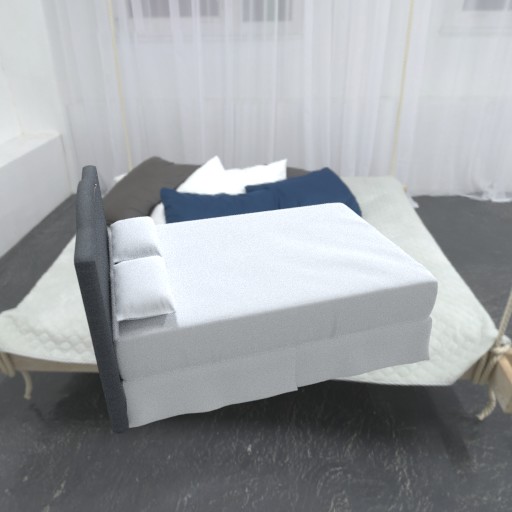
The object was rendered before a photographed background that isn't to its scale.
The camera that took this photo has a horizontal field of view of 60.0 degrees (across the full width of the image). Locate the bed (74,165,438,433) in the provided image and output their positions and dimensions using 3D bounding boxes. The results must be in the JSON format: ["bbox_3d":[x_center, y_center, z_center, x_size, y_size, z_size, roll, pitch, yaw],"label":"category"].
[{"bbox_3d":[0.000,0.000,3.626,2.507,1.441,1.747,-9,31,-15],"label":"bed"}]
